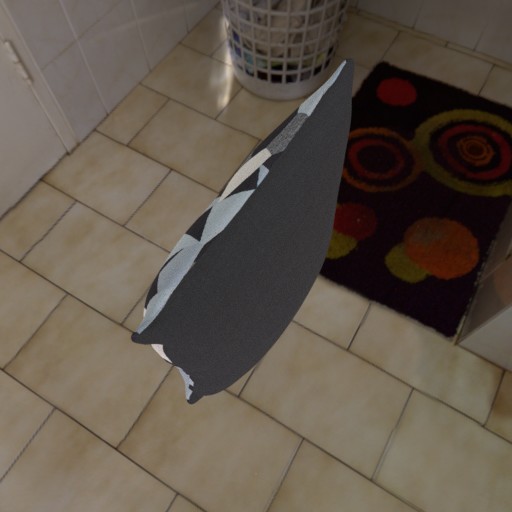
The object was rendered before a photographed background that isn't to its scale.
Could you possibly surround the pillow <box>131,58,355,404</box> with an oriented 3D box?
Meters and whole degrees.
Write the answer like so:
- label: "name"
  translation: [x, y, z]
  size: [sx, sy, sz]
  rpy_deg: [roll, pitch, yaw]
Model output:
- label: "pillow"
  translation: [0.000, 0.000, 0.767]
  size: [0.208, 0.496, 0.503]
  rpy_deg: [30, 68, 14]
